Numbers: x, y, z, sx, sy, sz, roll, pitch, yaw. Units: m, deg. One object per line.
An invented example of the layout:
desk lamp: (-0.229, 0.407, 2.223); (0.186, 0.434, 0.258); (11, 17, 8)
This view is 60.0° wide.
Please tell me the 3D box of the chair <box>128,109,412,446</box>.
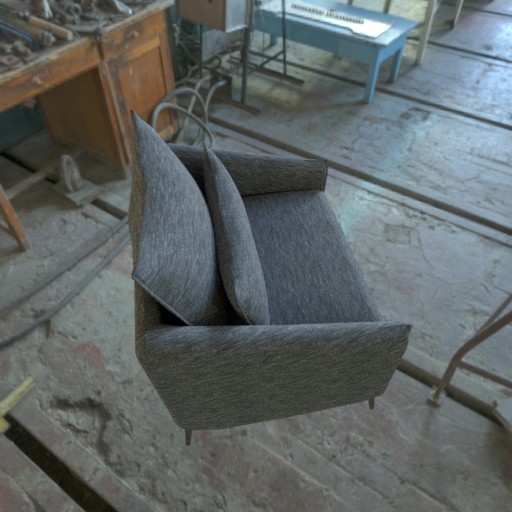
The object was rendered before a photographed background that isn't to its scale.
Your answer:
chair: (0.000, 0.000, 1.626); (0.805, 0.842, 1.004); (-8, 48, -7)
